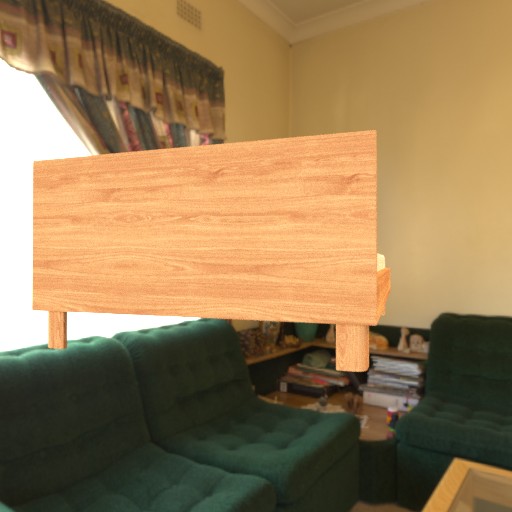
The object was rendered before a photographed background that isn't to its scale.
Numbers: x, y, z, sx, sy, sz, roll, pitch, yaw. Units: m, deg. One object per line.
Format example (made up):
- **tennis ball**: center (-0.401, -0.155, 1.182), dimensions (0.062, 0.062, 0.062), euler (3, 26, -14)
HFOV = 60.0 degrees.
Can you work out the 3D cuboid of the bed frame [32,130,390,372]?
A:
- **bed frame**: center (0.000, 0.000, 2.943), dimensions (1.660, 0.940, 2.092), euler (0, -1, 18)
